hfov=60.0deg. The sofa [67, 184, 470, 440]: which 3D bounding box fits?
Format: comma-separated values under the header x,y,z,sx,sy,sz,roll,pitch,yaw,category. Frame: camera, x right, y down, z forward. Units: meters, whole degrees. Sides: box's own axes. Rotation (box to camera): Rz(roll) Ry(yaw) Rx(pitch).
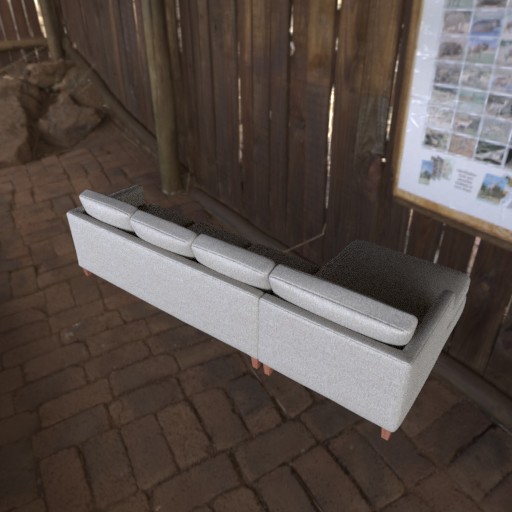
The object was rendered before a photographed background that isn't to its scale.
x,y,z,sx,sy,sz,roll,pitch,yaw,category
0.000,0.000,3.788,3.201,0.876,1.502,21,37,31,sofa
